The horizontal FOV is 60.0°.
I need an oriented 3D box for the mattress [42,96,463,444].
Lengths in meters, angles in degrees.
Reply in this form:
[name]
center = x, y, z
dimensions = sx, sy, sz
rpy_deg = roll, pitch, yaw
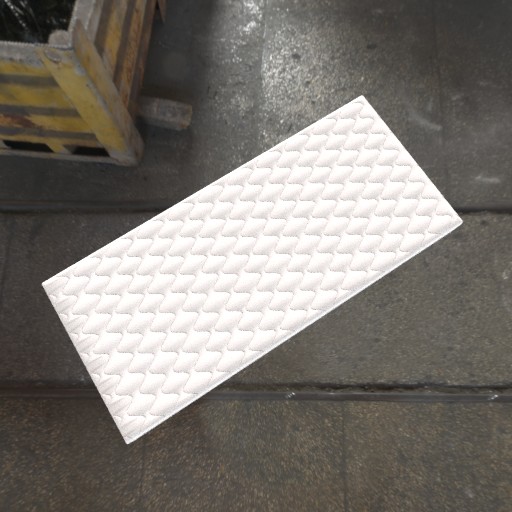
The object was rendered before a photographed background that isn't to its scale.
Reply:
[mattress]
center = 0.000, 0.000, 2.334
dimensions = 2.000, 0.200, 0.900
rpy_deg = -32, 78, -8
